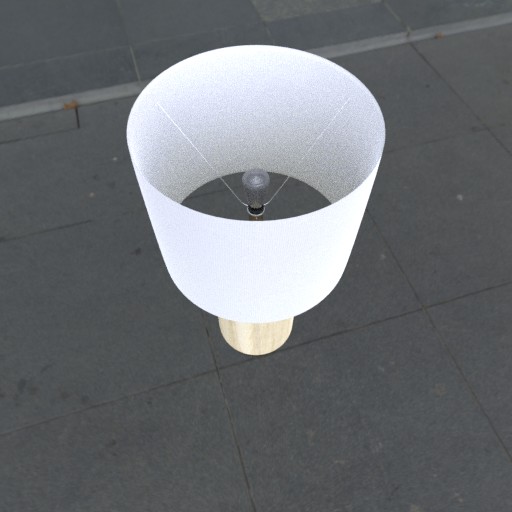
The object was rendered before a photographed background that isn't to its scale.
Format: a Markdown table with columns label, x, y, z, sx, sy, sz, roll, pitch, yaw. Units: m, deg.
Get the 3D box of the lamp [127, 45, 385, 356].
| label | x | y | z | sx | sy | sz | roll | pitch | yaw |
| --- | --- | --- | --- | --- | --- | --- | --- | --- | --- |
| lamp | 0.000 | 0.000 | 0.578 | 0.228 | 0.444 | 0.228 | -2 | 57 | -1 |
